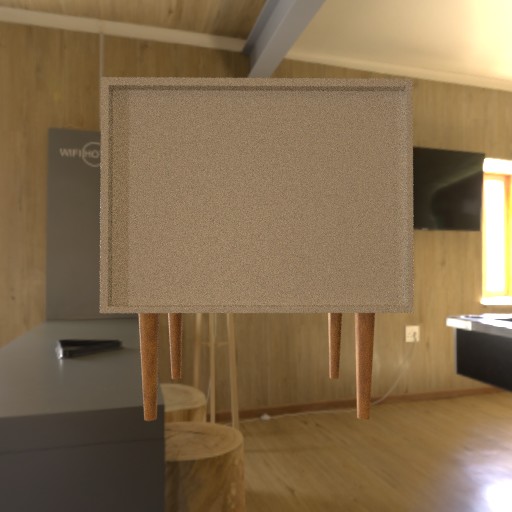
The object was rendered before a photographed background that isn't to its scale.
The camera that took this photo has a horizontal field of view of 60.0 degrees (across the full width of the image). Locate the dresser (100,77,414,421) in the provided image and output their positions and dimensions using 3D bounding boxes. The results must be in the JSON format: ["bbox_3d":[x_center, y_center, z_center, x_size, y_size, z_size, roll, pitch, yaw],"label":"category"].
[{"bbox_3d":[0.000,0.000,0.917,0.503,0.568,0.414,0,-1,-1],"label":"dresser"}]
